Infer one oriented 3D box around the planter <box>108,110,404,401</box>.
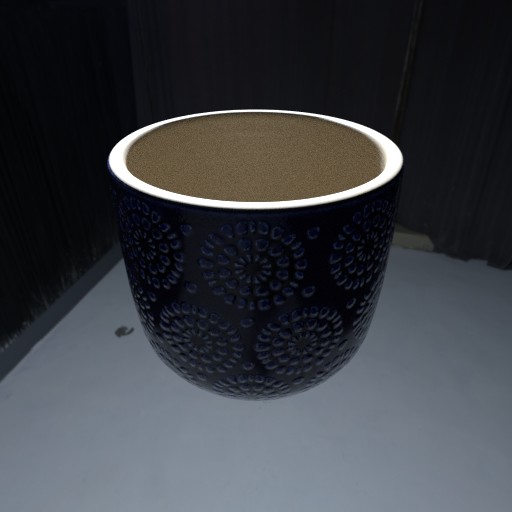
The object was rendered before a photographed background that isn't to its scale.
[{"bbox_3d":[0.000,0.000,0.292,0.165,0.149,0.165,0,32,0],"label":"planter"}]
